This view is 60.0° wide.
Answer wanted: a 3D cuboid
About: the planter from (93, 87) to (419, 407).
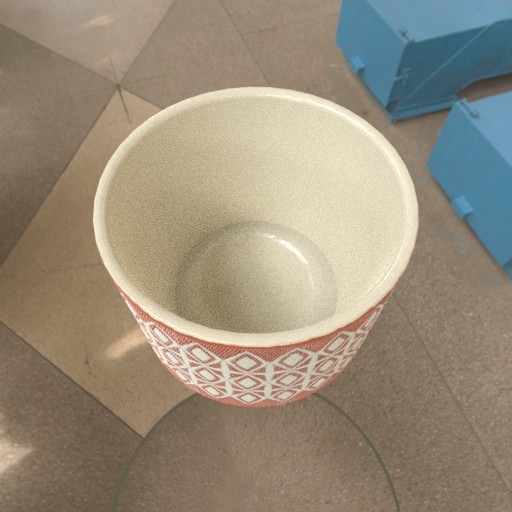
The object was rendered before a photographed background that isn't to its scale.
[{"bbox_3d":[0.000,0.000,0.327,0.192,0.148,0.192,0,59,0],"label":"planter"}]
